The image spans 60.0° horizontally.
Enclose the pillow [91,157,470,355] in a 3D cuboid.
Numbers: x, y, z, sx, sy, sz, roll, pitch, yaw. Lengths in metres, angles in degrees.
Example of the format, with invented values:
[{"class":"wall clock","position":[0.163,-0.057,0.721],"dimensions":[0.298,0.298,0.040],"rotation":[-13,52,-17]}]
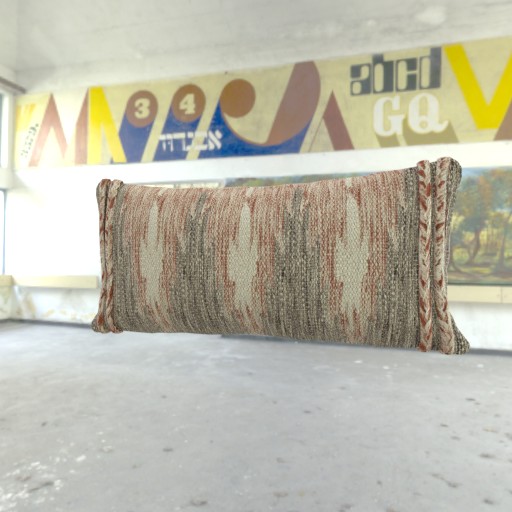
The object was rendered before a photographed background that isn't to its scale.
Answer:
[{"class":"pillow","position":[0.000,0.000,0.724],"dimensions":[0.635,0.282,0.139],"rotation":[0,0,18]}]
